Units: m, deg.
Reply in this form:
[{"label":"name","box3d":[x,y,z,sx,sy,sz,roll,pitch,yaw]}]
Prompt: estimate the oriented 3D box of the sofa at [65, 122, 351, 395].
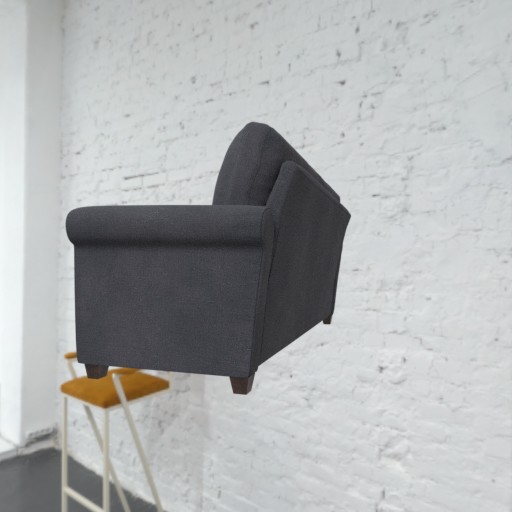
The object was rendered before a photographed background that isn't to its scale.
[{"label":"sofa","box3d":[0.000,0.000,2.401,0.842,0.942,1.935,0,-1,18]}]
